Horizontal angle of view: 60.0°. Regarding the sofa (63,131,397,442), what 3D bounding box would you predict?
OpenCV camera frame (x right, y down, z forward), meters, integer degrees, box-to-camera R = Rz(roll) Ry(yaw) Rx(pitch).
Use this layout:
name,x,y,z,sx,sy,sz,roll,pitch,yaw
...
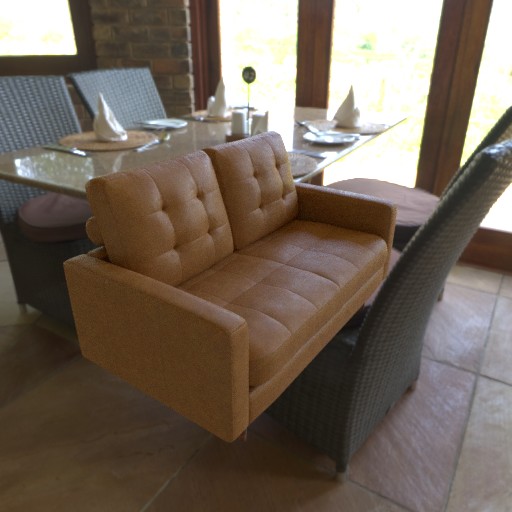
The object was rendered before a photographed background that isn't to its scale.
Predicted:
name,x,y,z,sx,sy,sz,roll,pitch,yaw
sofa,0.000,0.000,2.020,0.868,0.898,1.430,17,30,31
